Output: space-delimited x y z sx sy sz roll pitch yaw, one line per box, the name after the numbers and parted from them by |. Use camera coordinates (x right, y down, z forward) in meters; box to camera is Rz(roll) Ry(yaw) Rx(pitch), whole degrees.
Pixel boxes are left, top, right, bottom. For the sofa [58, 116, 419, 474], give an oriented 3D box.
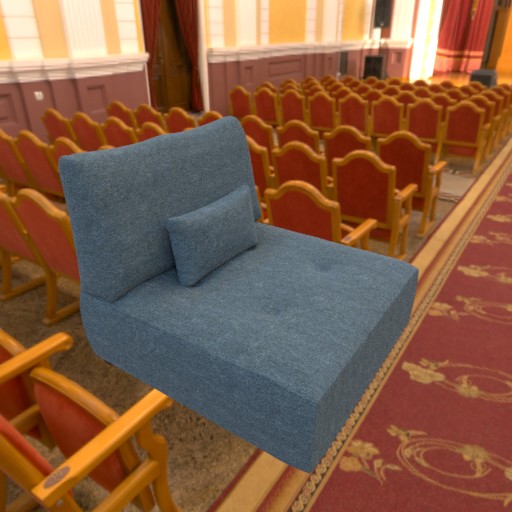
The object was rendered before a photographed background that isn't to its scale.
0.000 0.000 1.675 1.000 0.820 0.930 17 32 30 | sofa
